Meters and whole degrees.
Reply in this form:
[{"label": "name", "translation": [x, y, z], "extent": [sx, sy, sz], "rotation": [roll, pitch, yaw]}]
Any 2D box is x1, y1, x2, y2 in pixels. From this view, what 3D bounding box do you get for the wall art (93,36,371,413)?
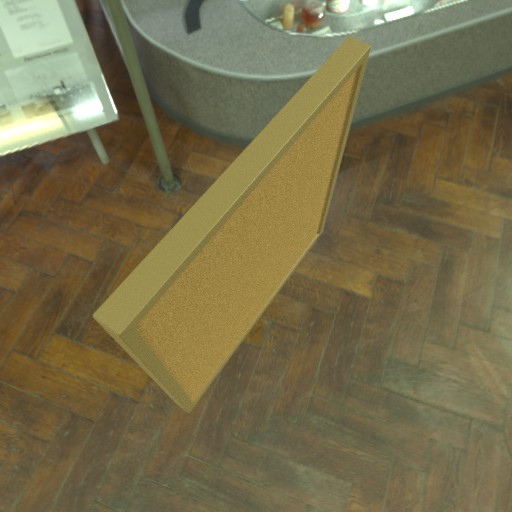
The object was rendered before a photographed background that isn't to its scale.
[{"label": "wall art", "translation": [0.000, 0.000, 0.750], "extent": [0.036, 0.509, 0.509], "rotation": [32, 67, 15]}]
